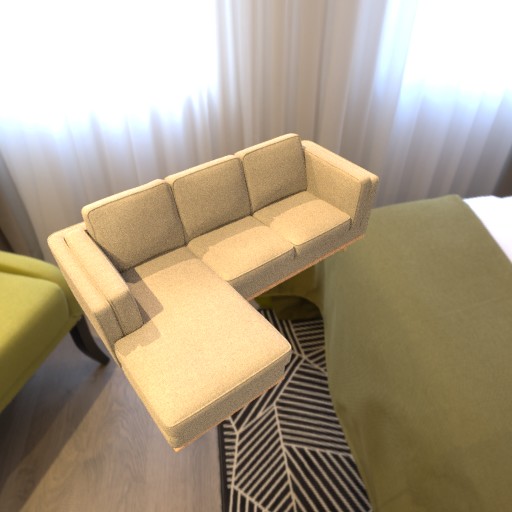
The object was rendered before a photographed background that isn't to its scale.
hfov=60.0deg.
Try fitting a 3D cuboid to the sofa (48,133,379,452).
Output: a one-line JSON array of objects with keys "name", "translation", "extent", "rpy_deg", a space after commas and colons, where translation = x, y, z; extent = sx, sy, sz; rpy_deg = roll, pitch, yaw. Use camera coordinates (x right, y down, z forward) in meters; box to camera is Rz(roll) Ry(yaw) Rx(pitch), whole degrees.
[{"name": "sofa", "translation": [0.000, 0.000, 3.249], "extent": [2.411, 0.929, 1.604], "rpy_deg": [-27, 47, -27]}]
